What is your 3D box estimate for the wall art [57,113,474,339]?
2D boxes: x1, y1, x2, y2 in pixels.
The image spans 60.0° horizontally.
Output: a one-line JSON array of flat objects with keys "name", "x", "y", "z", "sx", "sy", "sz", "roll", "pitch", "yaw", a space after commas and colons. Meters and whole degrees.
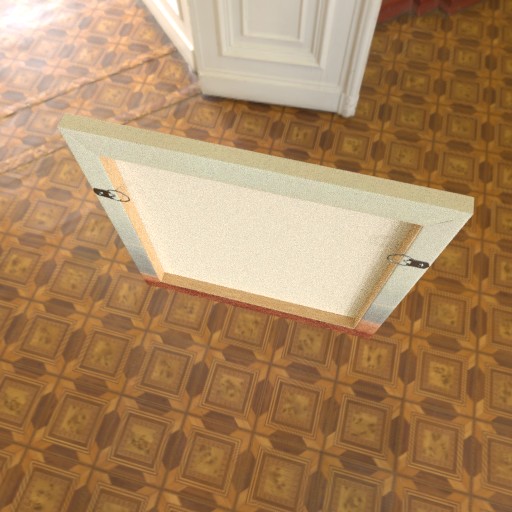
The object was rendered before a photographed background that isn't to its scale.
[{"name": "wall art", "x": 0.000, "y": 0.000, "z": 0.603, "sx": 0.405, "sy": 0.405, "sz": 0.023, "roll": 13, "pitch": 64, "yaw": 6}]
